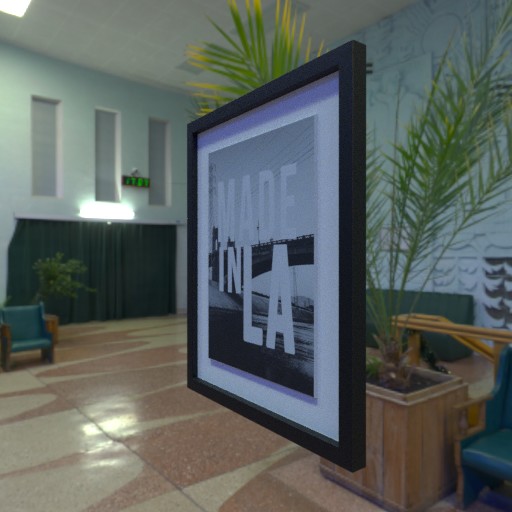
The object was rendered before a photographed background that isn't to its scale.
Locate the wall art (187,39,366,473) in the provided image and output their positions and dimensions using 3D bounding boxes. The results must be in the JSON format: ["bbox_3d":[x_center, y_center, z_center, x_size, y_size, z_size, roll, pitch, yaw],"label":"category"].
[{"bbox_3d":[0.000,0.000,0.762,0.028,0.559,0.457,0,0,-36],"label":"wall art"}]
